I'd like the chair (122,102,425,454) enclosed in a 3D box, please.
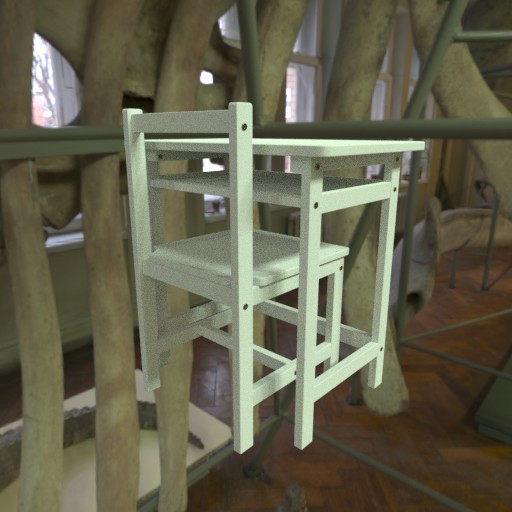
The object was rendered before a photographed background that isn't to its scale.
[{"bbox_3d":[0.000,0.000,1.075,0.599,0.673,0.461,14,21,41],"label":"chair"}]
